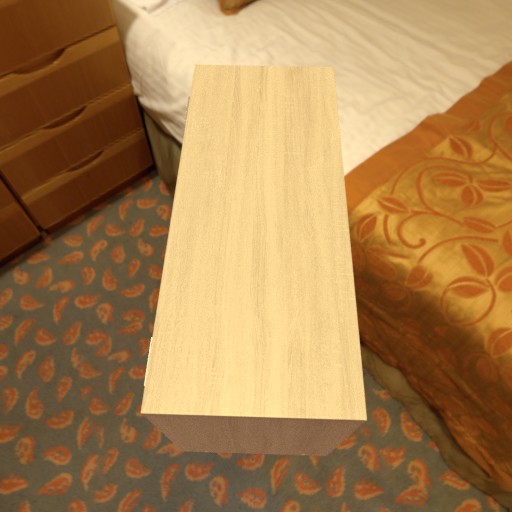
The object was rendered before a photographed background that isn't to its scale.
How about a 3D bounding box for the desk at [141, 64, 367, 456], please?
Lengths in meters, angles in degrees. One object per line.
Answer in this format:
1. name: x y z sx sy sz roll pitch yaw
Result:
1. desk: 0.000 0.000 1.790 0.600 0.740 1.390 1 59 1
